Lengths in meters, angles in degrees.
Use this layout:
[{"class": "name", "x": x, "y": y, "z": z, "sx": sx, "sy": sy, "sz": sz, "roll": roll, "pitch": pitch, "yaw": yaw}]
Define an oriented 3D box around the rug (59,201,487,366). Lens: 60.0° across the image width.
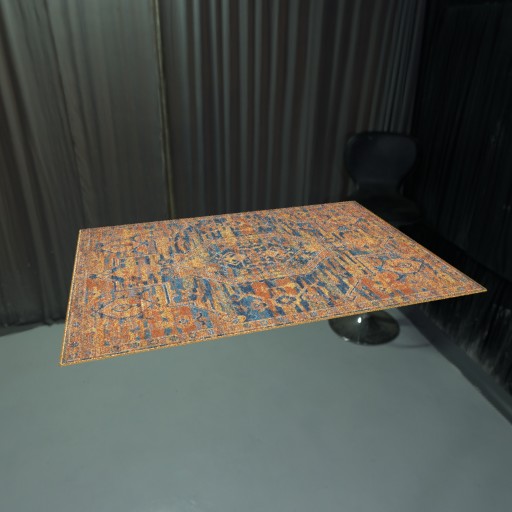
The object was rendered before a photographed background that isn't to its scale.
[{"class": "rug", "x": 0.000, "y": 0.000, "z": 3.735, "sx": 2.916, "sy": 0.019, "sz": 2.043, "roll": -8, "pitch": 27, "yaw": -15}]
